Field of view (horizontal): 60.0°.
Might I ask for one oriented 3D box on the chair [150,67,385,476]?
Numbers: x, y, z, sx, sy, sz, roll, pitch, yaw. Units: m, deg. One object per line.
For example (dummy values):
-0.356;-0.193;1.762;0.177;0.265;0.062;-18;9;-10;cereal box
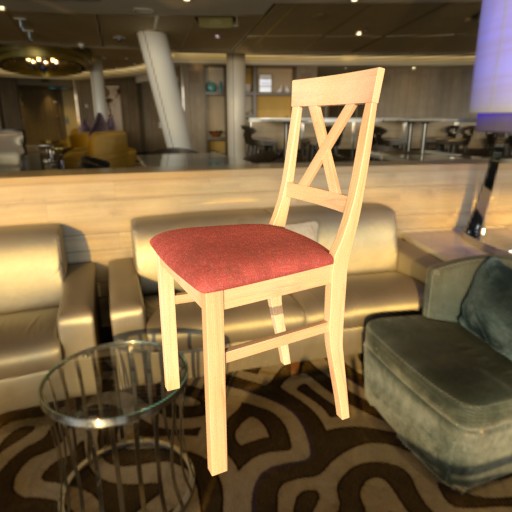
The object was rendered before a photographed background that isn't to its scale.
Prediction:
0.000;0.000;1.174;0.492;0.912;0.439;-8;19;-25;chair
